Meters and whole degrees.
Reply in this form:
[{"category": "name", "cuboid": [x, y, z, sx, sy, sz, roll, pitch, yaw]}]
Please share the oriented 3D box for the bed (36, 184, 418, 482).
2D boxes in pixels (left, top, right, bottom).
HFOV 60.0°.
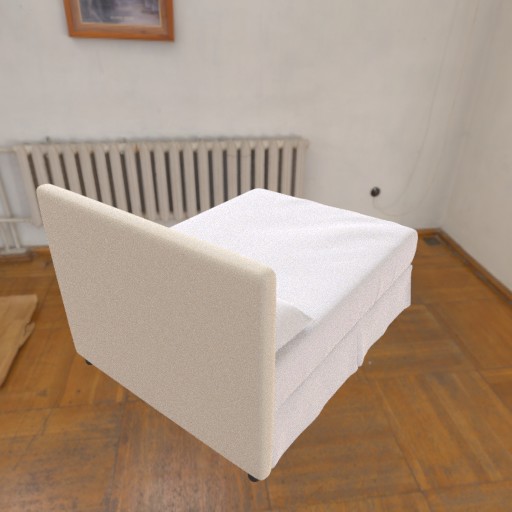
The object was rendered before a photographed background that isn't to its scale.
[{"category": "bed", "cuboid": [0.000, 0.000, 3.163, 1.714, 1.330, 2.147, 20, 35, 32]}]
